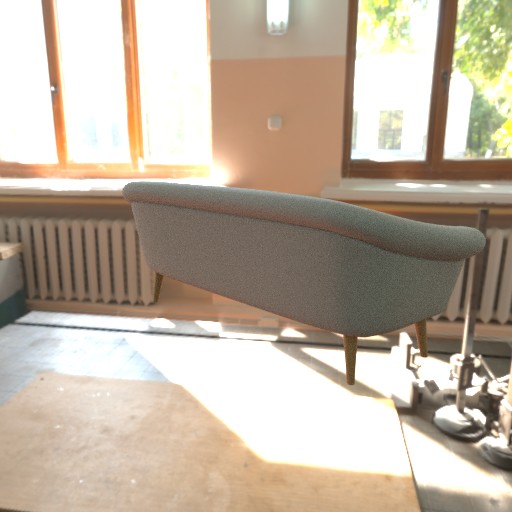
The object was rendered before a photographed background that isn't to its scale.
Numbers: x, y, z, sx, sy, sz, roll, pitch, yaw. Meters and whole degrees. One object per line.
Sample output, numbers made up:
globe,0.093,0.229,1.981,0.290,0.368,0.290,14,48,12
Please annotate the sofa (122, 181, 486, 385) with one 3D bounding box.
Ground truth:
sofa,0.000,0.000,2.506,2.160,0.795,0.827,13,19,43
